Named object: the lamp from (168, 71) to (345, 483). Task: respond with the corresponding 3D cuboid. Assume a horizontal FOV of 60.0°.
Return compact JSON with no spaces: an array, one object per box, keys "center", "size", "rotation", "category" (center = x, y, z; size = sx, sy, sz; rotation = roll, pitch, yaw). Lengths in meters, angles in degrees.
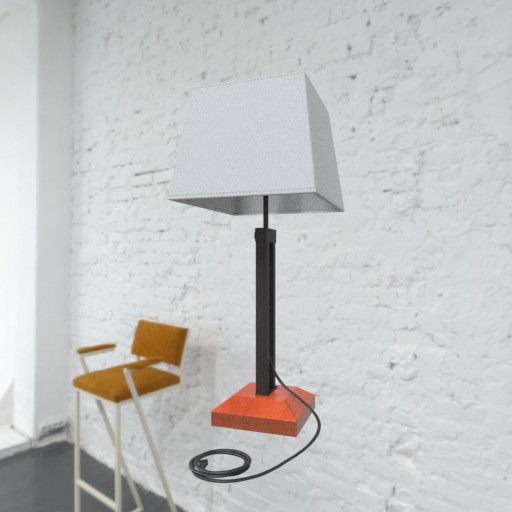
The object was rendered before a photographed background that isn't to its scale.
[{"center":[0.000,0.000,0.956],"size":[0.310,0.737,0.498],"rotation":[0,0,20],"category":"lamp"}]
